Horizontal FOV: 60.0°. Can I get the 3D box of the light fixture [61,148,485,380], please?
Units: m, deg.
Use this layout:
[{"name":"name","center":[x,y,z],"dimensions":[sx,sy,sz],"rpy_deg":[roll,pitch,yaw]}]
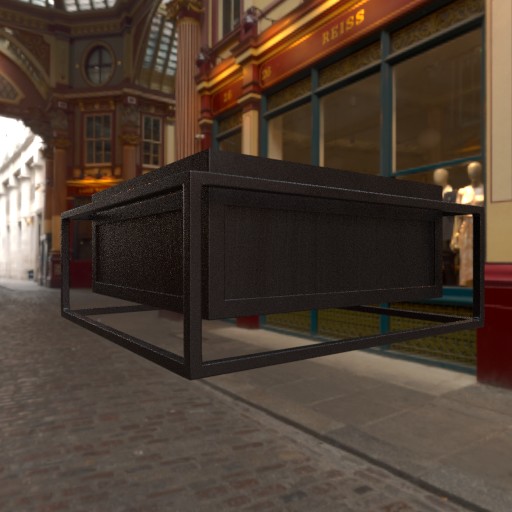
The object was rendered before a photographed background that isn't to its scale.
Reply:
[{"name":"light fixture","center":[0.000,0.000,0.647],"dimensions":[0.441,0.191,0.441],"rpy_deg":[0,0,-36]}]
